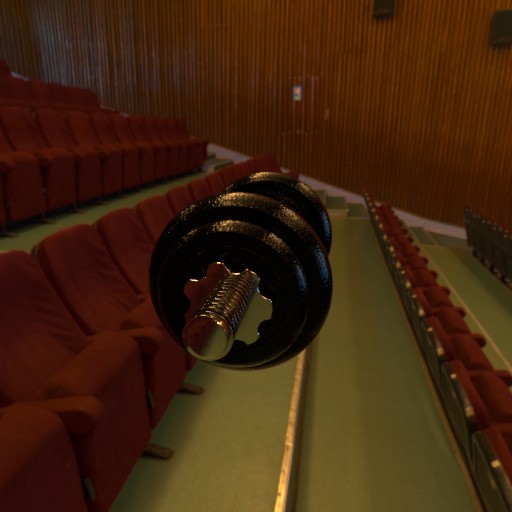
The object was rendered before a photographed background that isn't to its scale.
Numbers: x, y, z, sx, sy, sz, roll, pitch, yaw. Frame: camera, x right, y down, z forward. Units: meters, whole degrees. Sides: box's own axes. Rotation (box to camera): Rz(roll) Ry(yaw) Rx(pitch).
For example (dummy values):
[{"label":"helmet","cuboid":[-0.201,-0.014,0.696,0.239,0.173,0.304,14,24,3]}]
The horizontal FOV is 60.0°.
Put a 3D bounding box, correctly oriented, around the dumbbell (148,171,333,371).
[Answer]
[{"label":"dumbbell","cuboid":[0.000,0.000,0.593,0.202,0.202,0.497,3,16,9]}]
